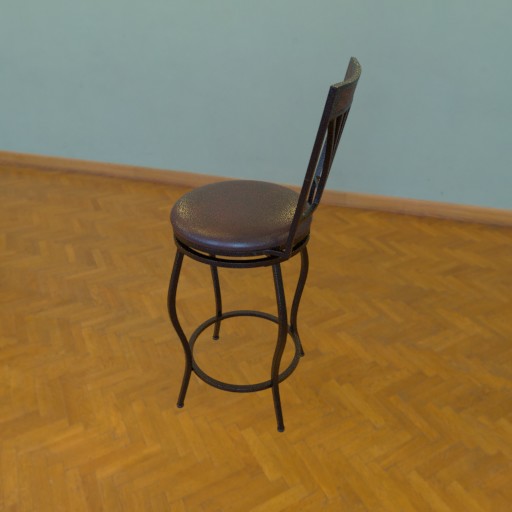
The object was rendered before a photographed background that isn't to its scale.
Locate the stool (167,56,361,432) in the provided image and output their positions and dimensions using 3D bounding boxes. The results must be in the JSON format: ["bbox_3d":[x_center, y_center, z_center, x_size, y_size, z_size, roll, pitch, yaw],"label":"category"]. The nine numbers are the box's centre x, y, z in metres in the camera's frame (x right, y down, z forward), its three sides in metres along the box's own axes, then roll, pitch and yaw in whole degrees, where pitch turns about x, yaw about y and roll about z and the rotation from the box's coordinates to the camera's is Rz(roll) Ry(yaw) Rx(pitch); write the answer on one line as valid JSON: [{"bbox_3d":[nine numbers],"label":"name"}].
[{"bbox_3d":[0.000,0.000,1.396,0.514,1.117,0.433,8,32,13],"label":"stool"}]
